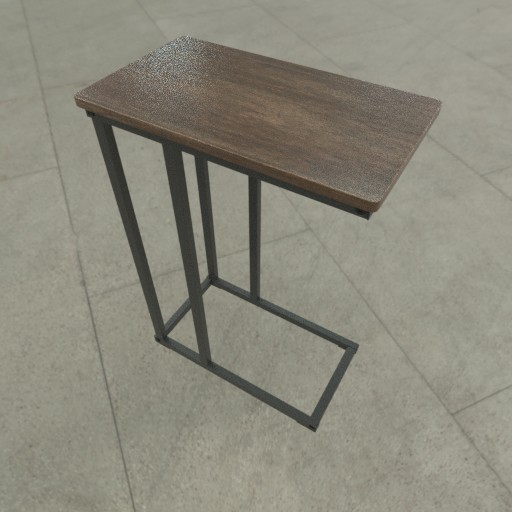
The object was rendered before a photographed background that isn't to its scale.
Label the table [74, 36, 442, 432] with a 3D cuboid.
[{"bbox_3d":[0.000,0.000,0.845,0.450,0.637,0.254,24,51,21],"label":"table"}]
